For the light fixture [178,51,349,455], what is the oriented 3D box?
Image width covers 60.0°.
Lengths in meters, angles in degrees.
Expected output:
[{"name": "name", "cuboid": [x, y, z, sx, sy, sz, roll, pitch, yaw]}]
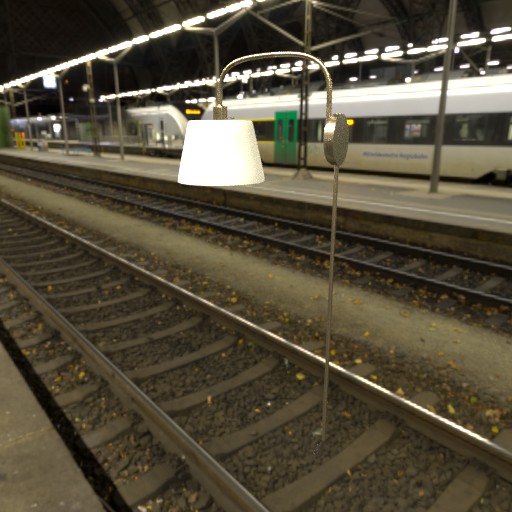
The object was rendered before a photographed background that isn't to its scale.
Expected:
[{"name": "light fixture", "cuboid": [0.000, 0.000, 0.475, 0.176, 0.399, 0.092, 8, 18, 27]}]
